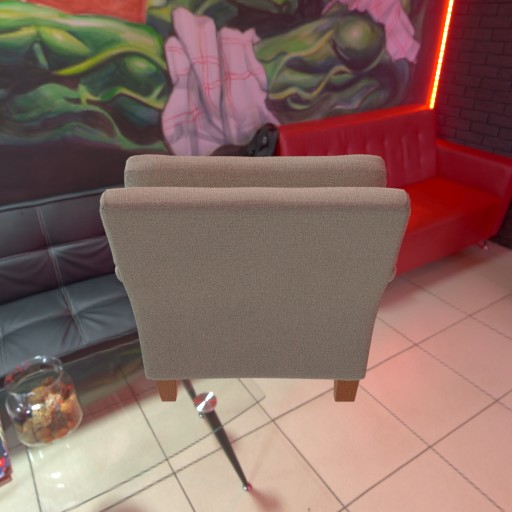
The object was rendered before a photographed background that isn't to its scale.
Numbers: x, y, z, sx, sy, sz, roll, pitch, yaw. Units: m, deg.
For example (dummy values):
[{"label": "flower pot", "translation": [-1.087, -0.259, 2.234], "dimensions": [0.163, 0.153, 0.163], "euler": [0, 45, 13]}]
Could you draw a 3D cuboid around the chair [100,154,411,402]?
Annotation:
[{"label": "chair", "translation": [0.000, 0.000, 1.907], "dimensions": [0.955, 1.038, 1.070], "euler": [0, 29, 0]}]
